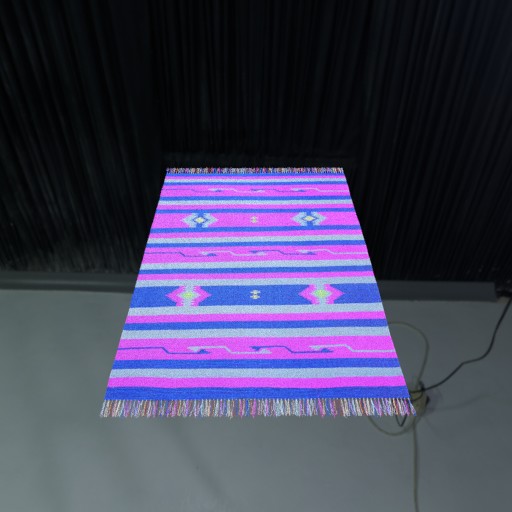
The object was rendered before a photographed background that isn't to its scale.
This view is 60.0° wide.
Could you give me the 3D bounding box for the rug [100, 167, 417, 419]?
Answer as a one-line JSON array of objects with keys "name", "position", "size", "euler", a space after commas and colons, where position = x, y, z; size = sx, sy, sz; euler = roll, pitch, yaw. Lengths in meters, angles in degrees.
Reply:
[{"name": "rug", "position": [0.000, 0.000, 3.004], "size": [1.539, 0.013, 2.350], "euler": [0, 42, 0]}]
